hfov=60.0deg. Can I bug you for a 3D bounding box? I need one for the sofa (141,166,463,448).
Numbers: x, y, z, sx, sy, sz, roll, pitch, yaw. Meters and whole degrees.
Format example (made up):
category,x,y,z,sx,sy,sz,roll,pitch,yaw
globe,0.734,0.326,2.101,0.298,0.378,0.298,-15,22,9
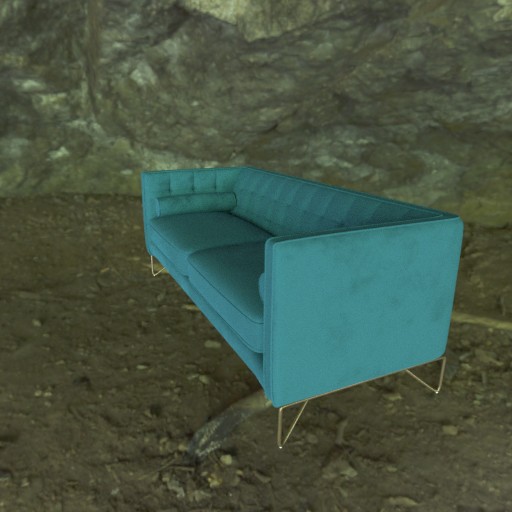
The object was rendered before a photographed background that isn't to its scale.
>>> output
category,x,y,z,sx,sy,sz,roll,pitch,yaw
sofa,0.000,0.000,2.524,0.867,0.789,2.087,-8,19,-24
